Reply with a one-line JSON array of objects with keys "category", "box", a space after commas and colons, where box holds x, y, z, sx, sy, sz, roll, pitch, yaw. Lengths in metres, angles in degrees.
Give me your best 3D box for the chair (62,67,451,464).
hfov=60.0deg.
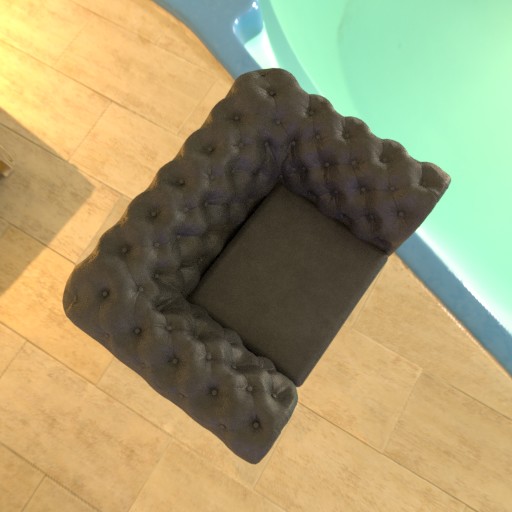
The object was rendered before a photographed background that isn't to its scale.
[{"category": "chair", "box": [0.000, 0.000, 1.917, 0.943, 0.780, 1.298, 36, 78, 9]}]
